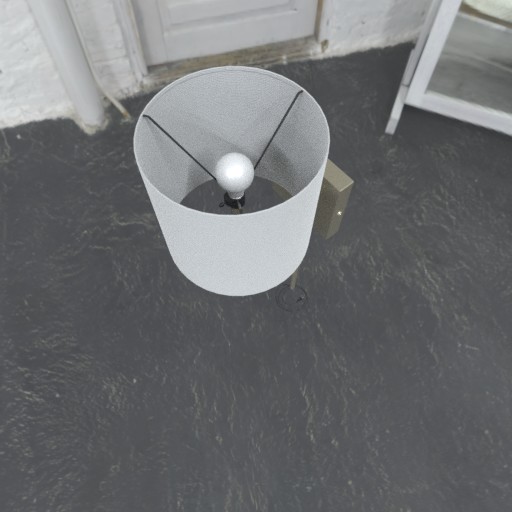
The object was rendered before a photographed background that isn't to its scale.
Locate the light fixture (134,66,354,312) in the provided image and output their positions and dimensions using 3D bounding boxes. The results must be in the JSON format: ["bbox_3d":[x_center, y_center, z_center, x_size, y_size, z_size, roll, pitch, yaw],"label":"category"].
[{"bbox_3d":[0.000,0.000,0.696,0.248,0.589,0.188,-36,68,-17],"label":"light fixture"}]
